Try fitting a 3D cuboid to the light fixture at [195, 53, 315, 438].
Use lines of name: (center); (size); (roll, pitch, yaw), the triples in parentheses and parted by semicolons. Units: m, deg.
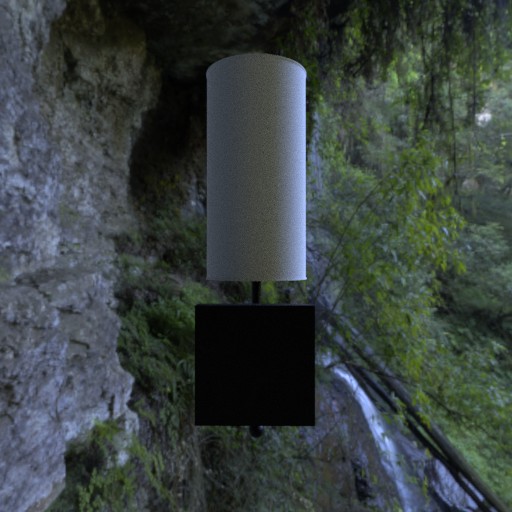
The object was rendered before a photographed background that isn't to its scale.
light fixture: (0.000, 0.000, 0.527); (0.128, 0.462, 0.208); (0, -1, 1)
